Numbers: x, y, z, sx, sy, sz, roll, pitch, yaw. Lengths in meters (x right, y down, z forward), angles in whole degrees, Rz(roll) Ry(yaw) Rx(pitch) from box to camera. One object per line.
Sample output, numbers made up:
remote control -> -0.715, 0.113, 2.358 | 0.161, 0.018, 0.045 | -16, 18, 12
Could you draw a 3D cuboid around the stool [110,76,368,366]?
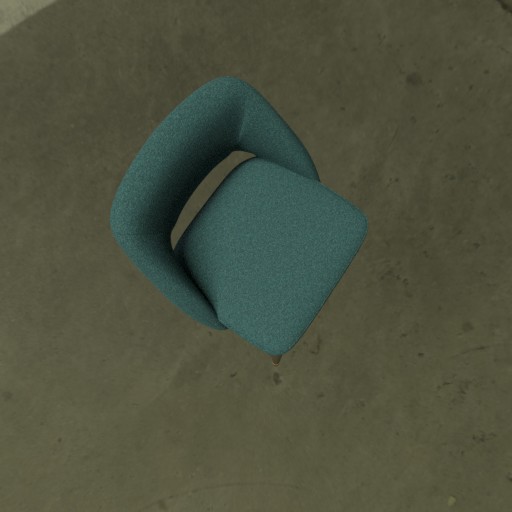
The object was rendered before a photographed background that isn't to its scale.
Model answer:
stool -> 0.000, 0.000, 1.377 | 0.522, 1.032, 0.536 | 34, 79, 8
